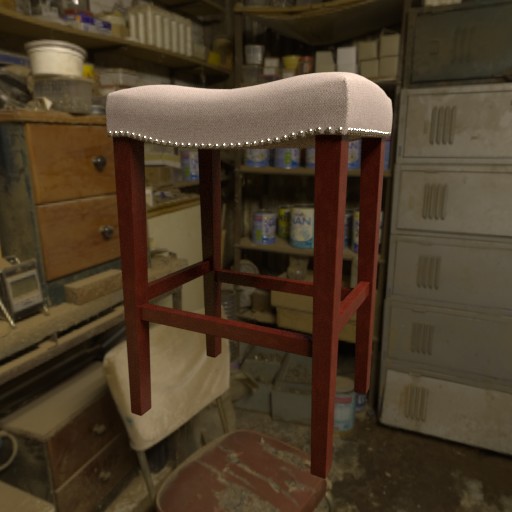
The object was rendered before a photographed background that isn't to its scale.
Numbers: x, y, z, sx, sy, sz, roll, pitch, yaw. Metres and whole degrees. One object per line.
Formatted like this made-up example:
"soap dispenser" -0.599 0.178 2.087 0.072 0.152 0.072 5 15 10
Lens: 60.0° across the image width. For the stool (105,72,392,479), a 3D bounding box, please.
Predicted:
"stool" 0.000 0.000 1.012 0.504 0.742 0.372 7 16 26
